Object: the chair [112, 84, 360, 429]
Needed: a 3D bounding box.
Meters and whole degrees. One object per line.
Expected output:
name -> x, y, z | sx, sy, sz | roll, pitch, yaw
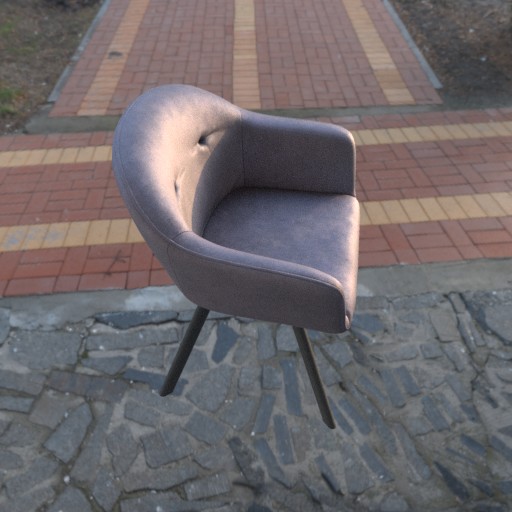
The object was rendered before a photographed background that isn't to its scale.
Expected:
chair -> 0.000, 0.000, 1.148 | 0.544, 0.781, 0.567 | 8, 46, 8
